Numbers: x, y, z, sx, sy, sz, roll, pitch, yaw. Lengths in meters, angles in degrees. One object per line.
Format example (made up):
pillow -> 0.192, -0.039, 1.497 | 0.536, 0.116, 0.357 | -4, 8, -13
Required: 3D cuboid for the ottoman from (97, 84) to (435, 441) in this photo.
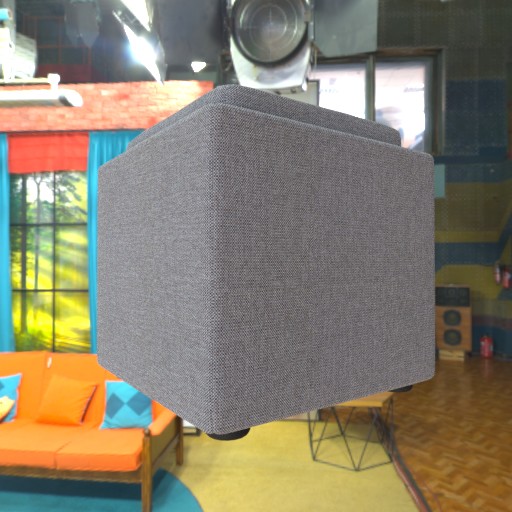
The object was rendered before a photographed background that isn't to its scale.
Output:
ottoman -> 0.000, 0.000, 0.811 | 0.450, 0.460, 0.450 | 1, -1, -36
